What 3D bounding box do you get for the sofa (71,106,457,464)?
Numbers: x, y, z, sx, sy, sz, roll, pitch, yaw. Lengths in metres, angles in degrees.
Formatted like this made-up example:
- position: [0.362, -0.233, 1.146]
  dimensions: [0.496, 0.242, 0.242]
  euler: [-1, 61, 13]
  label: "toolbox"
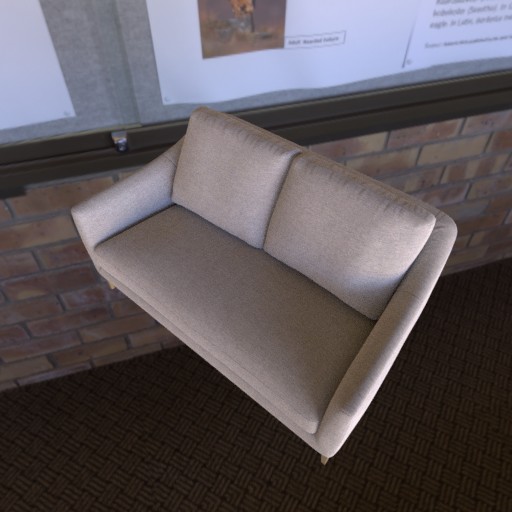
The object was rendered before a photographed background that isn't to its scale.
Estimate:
- position: [0.000, 0.000, 2.153]
  dimensions: [1.619, 0.904, 0.960]
  euler: [32, 54, 27]
  label: "sofa"
